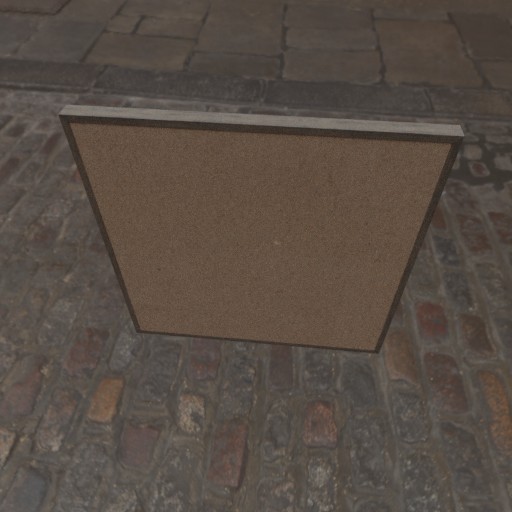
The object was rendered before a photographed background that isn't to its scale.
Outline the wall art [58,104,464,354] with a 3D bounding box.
[{"bbox_3d":[0.000,0.000,1.120,0.762,0.762,0.038,4,47,4],"label":"wall art"}]
